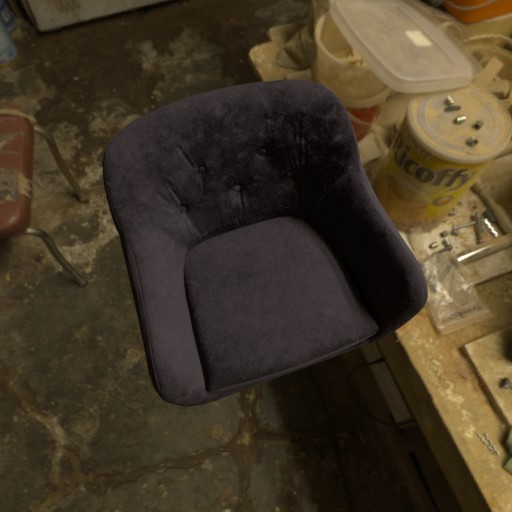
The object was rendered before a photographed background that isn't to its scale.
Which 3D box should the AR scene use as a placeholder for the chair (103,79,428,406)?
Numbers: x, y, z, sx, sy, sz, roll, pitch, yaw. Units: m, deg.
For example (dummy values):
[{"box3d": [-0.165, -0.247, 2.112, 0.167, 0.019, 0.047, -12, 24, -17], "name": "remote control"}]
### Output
[{"box3d": [0.000, 0.000, 1.547, 0.840, 0.807, 0.819, -18, 65, -8], "name": "chair"}]
